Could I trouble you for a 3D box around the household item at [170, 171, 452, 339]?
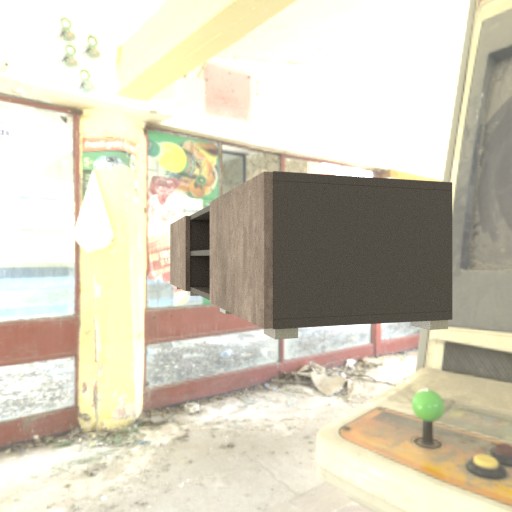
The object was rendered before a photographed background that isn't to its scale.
[{"bbox_3d":[0.000,0.000,1.537,0.420,0.310,1.400,0,0,-18],"label":"household item"}]
